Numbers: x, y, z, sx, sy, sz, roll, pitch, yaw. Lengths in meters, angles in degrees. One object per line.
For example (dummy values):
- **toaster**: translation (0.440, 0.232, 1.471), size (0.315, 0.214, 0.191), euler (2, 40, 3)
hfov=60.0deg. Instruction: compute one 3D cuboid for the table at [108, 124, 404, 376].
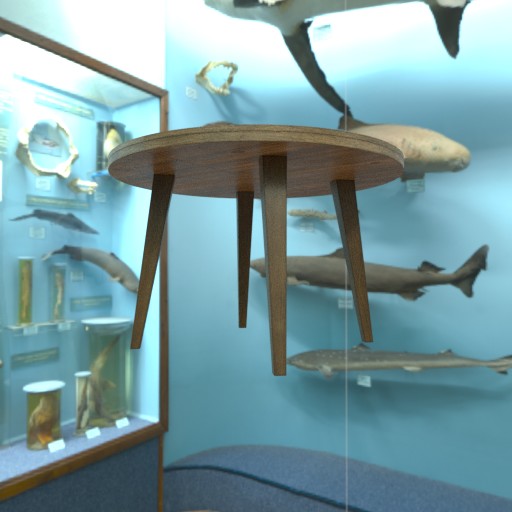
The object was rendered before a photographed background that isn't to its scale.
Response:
- **table**: translation (0.000, 0.000, 1.912), size (1.213, 0.764, 1.213), euler (0, -1, 0)
